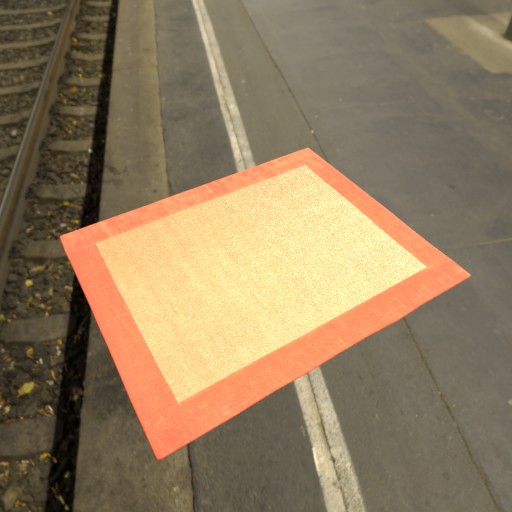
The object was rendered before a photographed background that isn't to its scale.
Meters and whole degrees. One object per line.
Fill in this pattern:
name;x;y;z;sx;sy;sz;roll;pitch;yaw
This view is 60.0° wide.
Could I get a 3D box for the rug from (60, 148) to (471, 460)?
rug;0.000;0.000;4.073;2.976;0.018;2.430;-24;51;-21
